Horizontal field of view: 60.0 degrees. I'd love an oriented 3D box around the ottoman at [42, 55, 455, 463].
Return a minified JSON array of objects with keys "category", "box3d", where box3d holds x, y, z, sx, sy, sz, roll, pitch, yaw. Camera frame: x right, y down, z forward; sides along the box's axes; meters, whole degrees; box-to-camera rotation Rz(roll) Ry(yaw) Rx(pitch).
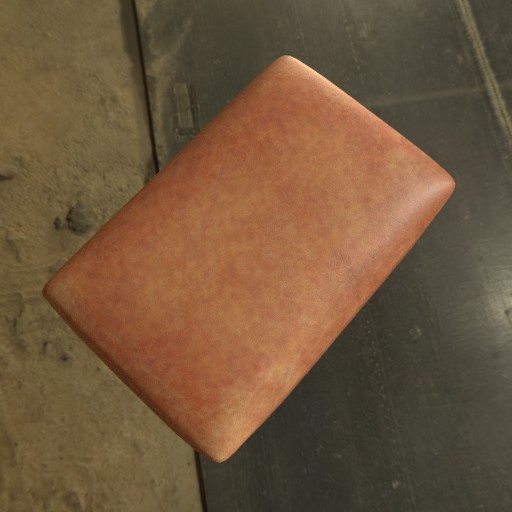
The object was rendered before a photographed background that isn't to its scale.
[{"category":"ottoman","box3d":[0.000,0.000,1.174,0.565,0.507,0.852,41,79,10]}]
